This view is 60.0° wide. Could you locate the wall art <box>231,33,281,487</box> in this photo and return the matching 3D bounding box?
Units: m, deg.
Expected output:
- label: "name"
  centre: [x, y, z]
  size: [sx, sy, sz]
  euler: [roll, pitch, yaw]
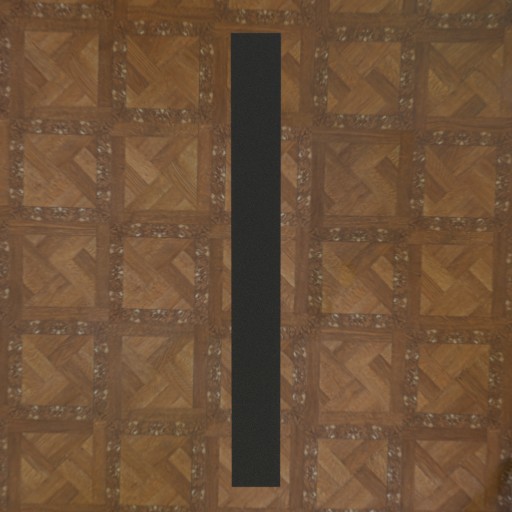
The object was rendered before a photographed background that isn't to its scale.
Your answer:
- label: "wall art"
  centre: [0.000, 0.000, 0.449]
  size: [0.033, 0.304, 0.305]
  euler: [0, 92, 0]
